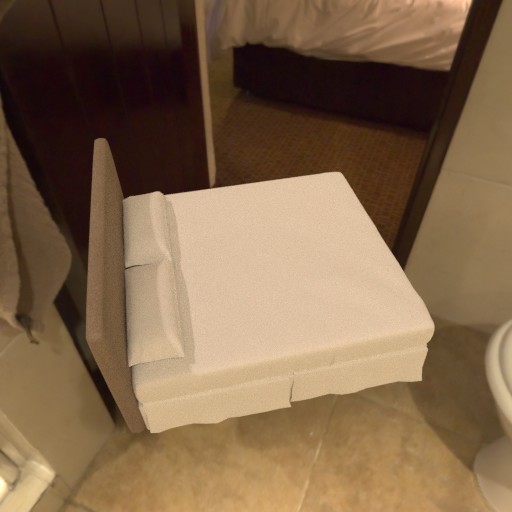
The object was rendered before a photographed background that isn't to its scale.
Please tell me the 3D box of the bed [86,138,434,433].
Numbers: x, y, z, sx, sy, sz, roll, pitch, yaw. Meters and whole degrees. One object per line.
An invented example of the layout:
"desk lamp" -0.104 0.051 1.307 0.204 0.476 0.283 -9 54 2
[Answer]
"bed" 0.000 0.000 3.643 2.341 1.317 2.119 -9 47 -9
